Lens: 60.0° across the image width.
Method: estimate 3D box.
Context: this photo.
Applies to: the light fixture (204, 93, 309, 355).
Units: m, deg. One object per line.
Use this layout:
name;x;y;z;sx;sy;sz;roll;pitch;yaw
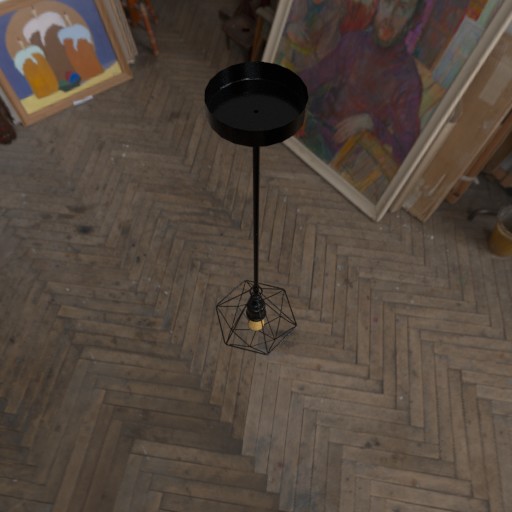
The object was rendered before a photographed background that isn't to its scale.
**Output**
light fixture;0.000;0.000;2.005;0.487;1.764;0.431;13;60;8
